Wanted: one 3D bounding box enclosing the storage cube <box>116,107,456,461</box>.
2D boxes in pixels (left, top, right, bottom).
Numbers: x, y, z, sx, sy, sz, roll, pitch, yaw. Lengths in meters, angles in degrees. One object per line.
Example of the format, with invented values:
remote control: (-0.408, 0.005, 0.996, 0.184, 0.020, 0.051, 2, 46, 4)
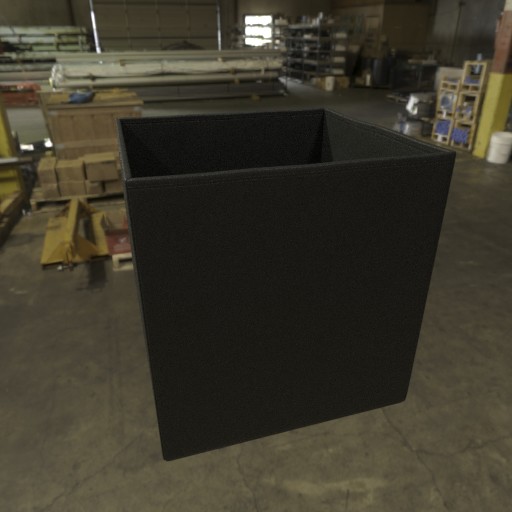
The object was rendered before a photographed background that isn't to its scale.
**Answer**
storage cube: (0.000, 0.000, 0.504, 0.270, 0.280, 0.270, -8, 28, -15)
